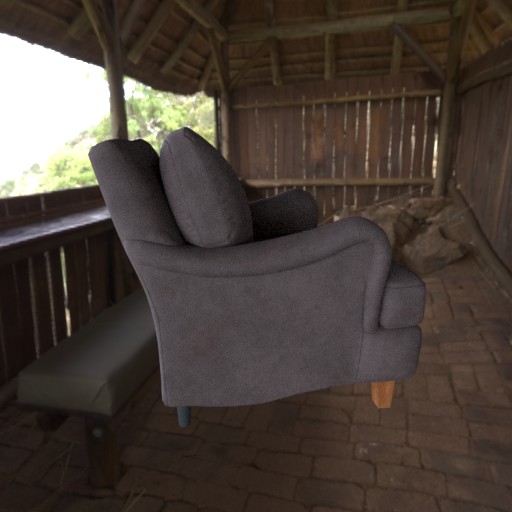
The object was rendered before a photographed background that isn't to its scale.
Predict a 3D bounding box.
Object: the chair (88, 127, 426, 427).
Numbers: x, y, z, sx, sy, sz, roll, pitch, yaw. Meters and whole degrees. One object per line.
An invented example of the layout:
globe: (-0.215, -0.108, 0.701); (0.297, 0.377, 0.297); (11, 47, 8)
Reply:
chair: (0.000, 0.000, 1.810); (1.070, 0.997, 0.955); (-2, 15, -8)
